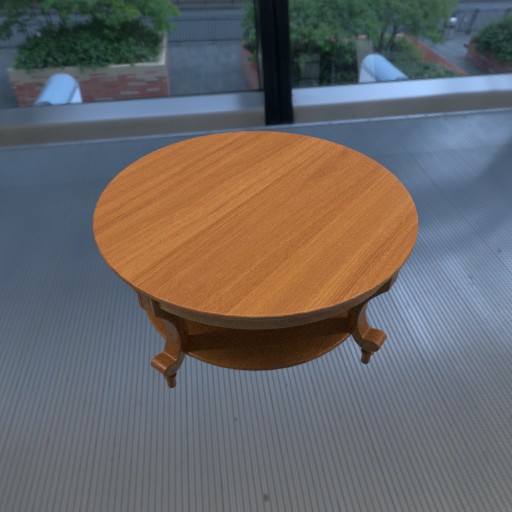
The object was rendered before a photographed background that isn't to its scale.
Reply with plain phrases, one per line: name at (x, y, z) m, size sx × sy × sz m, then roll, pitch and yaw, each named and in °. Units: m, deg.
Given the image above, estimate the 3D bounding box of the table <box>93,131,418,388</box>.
table at (0.000, 0.000, 1.602) m, size 1.029 × 0.490 × 1.029 m, roll 0°, pitch 40°, yaw 0°
